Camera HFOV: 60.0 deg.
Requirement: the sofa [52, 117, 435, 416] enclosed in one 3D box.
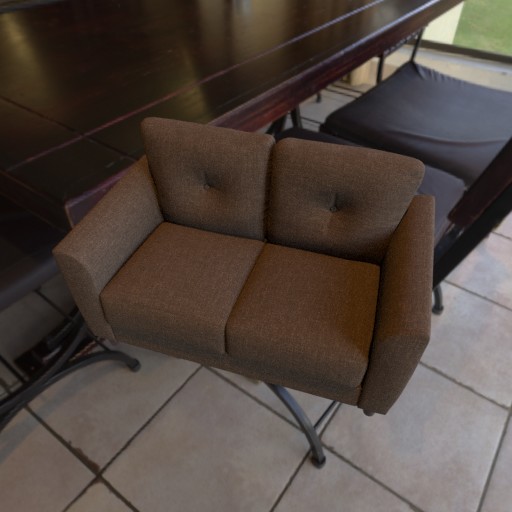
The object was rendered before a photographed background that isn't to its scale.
[{"bbox_3d":[0.000,0.000,1.967,1.423,0.885,0.851,12,44,13],"label":"sofa"}]
